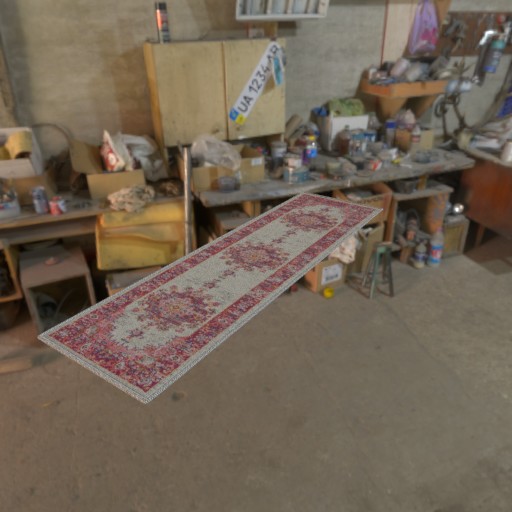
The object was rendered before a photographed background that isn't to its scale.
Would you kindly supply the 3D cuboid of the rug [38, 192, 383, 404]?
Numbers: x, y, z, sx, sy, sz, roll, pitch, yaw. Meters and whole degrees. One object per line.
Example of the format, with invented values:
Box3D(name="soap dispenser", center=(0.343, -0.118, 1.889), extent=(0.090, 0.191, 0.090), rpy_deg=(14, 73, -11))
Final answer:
Box3D(name="rug", center=(0.000, 0.000, 2.540), extent=(0.666, 0.011, 2.294), rpy_deg=(17, 32, 30))
